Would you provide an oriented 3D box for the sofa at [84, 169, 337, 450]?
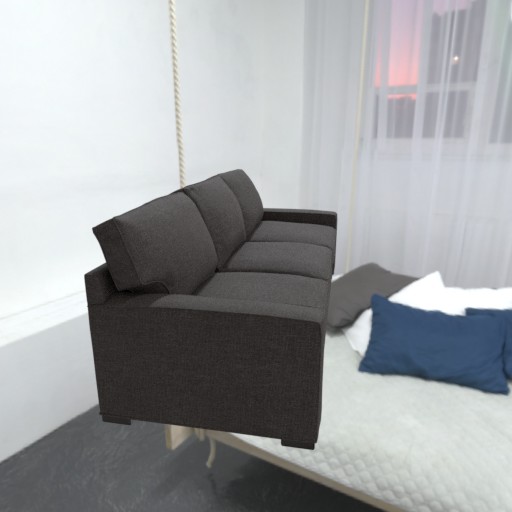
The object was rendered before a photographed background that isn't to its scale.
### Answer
[{"bbox_3d":[0.000,0.000,2.907,1.004,0.978,2.369,3,16,11],"label":"sofa"}]
